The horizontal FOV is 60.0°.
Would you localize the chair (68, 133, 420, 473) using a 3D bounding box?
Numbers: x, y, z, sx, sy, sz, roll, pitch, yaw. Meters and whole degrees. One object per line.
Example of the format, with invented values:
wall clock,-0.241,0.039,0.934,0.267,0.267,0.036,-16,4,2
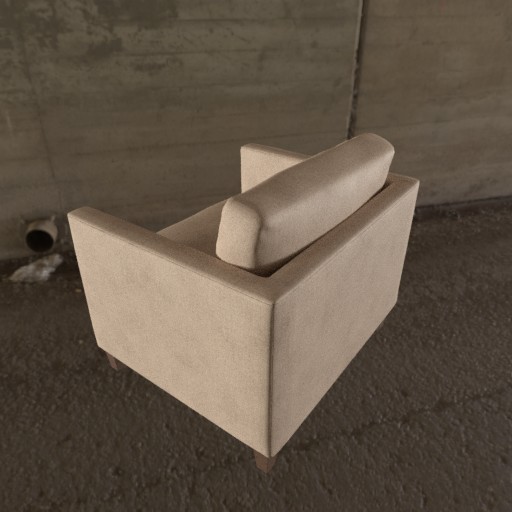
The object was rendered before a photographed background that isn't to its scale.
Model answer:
chair,0.000,0.000,1.883,0.959,0.961,1.133,21,36,31
